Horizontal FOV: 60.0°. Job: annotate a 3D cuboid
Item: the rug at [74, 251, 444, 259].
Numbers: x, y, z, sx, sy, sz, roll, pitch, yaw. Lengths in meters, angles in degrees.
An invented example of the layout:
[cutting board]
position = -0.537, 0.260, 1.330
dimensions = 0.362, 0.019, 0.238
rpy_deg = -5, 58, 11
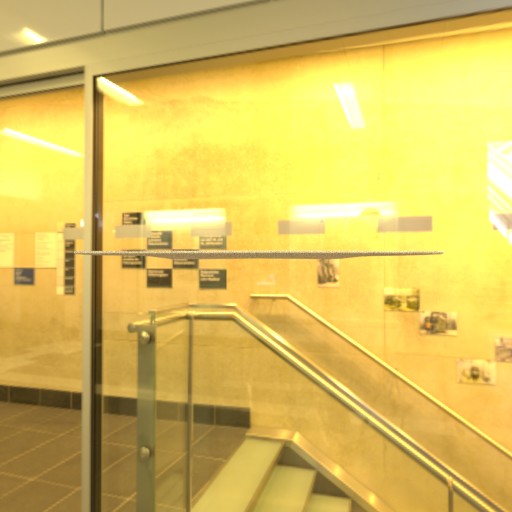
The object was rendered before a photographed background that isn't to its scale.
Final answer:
[rug]
position = 0.000, 0.000, 2.308
dimensions = 1.179, 0.022, 1.820
rpy_deg = 0, -1, -1
